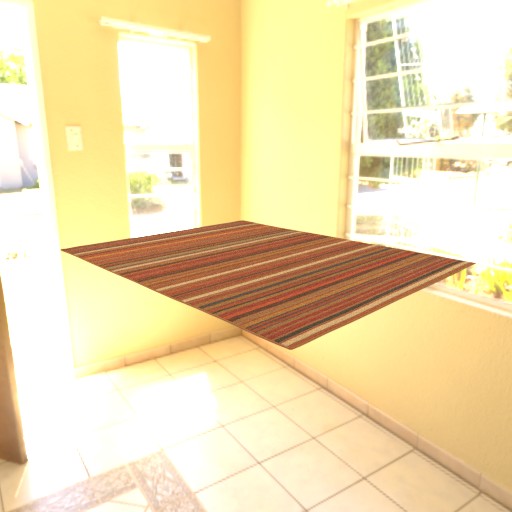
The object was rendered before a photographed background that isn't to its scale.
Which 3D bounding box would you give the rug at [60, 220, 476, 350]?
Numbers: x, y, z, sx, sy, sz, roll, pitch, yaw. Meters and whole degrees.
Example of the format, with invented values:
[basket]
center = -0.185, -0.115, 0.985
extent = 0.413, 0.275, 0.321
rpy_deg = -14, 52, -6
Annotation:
[rug]
center = 0.000, 0.000, 4.172
extent = 2.479, 0.023, 3.092
rpy_deg = -13, 19, -42
